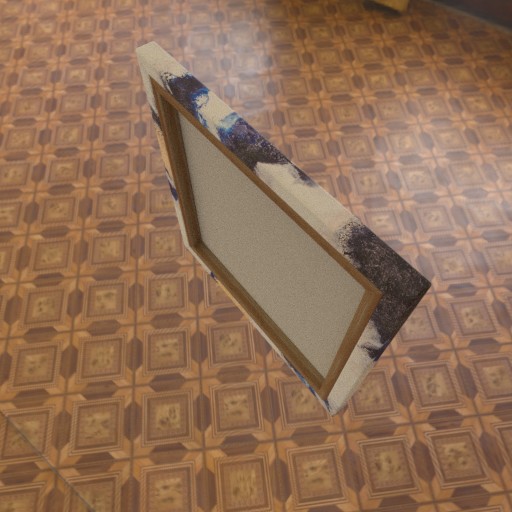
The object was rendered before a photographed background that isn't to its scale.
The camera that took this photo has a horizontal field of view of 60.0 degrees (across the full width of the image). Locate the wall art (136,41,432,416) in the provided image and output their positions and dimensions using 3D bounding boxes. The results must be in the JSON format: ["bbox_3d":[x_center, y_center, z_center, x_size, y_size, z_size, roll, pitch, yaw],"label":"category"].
[{"bbox_3d":[0.000,0.000,0.891,0.039,0.609,0.609,-34,64,-19],"label":"wall art"}]
